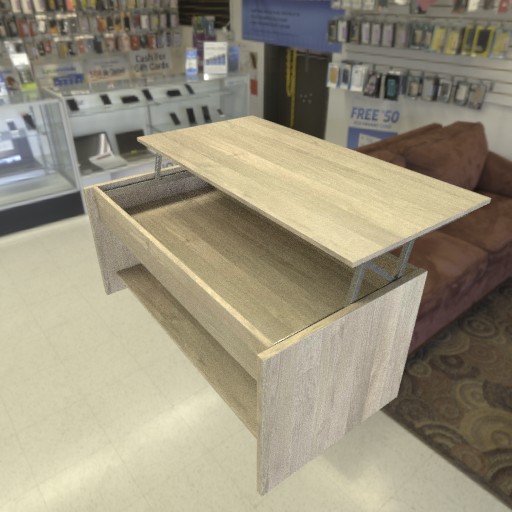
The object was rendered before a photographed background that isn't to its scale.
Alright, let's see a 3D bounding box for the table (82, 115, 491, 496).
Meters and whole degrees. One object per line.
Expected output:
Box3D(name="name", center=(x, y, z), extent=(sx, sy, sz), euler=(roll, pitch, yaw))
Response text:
Box3D(name="table", center=(0.000, 0.000, 1.409), extent=(0.712, 0.570, 1.000), euler=(-21, 38, -31))
